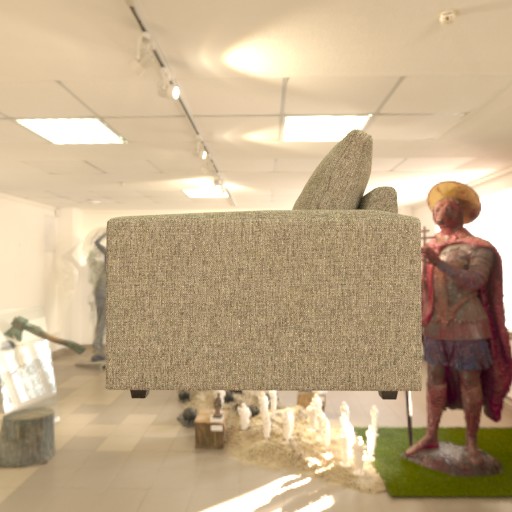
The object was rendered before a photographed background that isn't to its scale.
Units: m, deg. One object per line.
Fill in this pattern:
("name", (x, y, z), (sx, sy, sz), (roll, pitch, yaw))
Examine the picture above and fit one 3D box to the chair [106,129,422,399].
("chair", (0.000, 0.000, 2.057), (1.039, 0.915, 1.398), (0, -1, 1))
